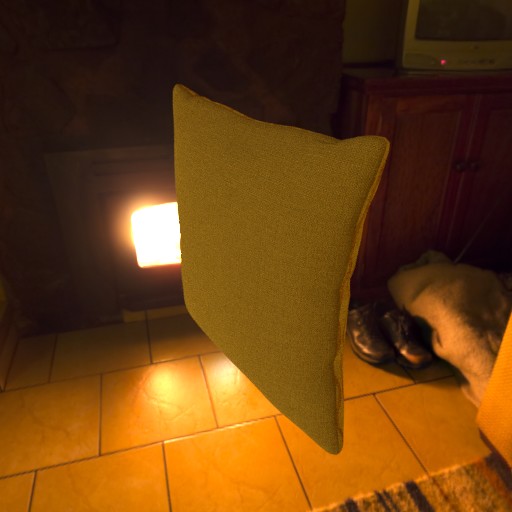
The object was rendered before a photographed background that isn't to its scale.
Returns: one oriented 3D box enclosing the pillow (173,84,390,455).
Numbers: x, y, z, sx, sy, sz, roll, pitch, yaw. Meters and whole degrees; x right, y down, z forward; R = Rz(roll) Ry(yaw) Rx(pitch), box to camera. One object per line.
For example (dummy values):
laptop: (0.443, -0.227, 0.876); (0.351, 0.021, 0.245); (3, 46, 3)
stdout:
pillow: (0.000, 0.000, 0.654); (0.159, 0.436, 0.429); (-19, 34, -31)
